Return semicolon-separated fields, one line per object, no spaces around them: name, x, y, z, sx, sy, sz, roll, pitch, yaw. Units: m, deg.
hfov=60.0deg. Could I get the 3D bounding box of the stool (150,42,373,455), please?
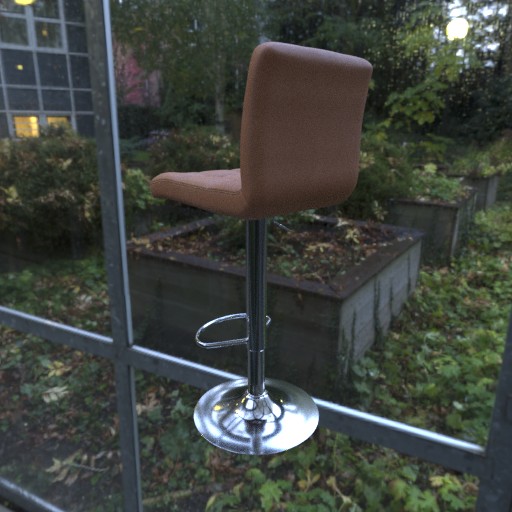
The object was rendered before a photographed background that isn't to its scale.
stool;0.000;0.000;1.365;0.430;1.115;0.505;-15;22;-42
